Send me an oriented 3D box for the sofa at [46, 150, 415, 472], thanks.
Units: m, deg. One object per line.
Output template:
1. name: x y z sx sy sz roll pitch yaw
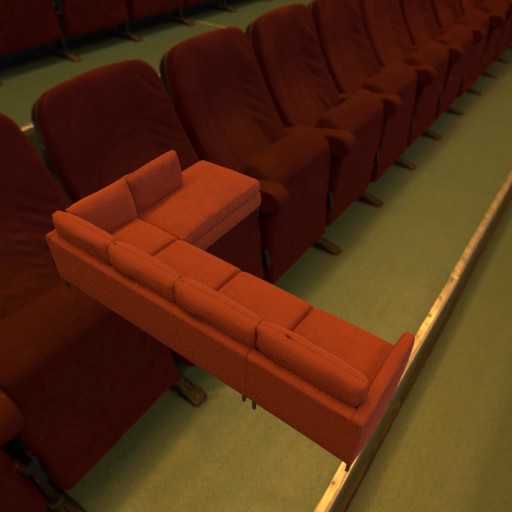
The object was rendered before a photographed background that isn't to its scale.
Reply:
1. sofa: 0.000 0.000 3.513 2.736 0.757 1.879 25 47 26
